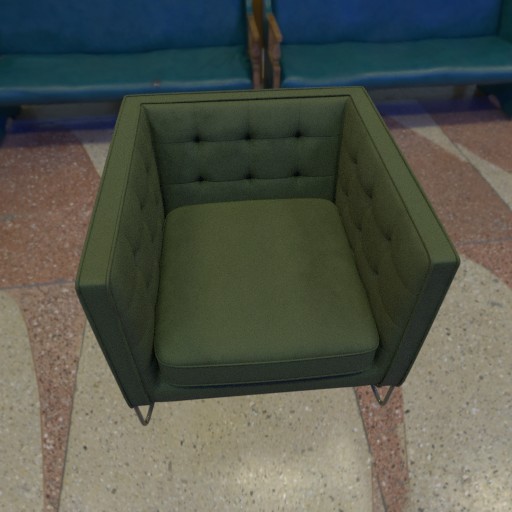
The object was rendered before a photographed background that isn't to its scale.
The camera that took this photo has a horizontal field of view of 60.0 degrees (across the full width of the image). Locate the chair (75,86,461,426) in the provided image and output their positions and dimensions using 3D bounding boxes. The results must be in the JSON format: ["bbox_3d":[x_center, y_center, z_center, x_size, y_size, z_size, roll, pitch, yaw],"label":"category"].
[{"bbox_3d":[0.000,0.000,1.528,0.880,0.790,0.894,-4,46,-3],"label":"chair"}]
